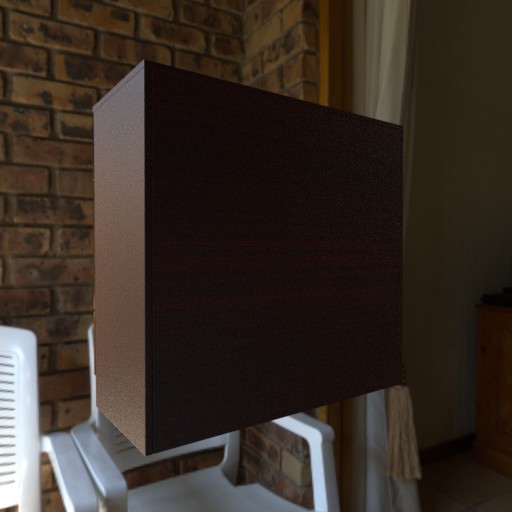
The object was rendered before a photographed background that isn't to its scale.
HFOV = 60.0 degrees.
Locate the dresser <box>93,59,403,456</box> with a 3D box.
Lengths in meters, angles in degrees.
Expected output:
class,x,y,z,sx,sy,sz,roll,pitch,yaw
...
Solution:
class,x,y,z,sx,sy,sz,roll,pitch,yaw
dresser,0.000,0.000,1.166,0.750,0.720,0.360,-1,1,-35
